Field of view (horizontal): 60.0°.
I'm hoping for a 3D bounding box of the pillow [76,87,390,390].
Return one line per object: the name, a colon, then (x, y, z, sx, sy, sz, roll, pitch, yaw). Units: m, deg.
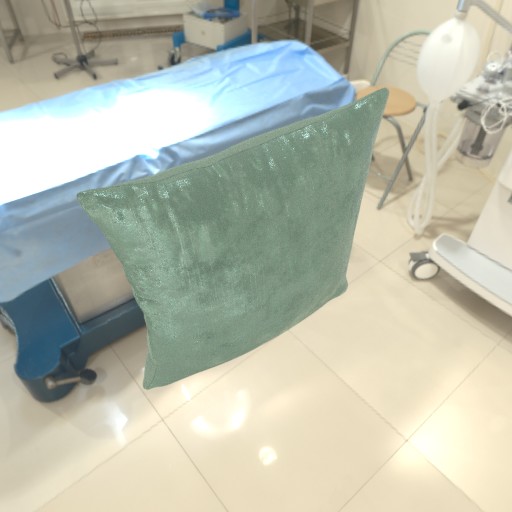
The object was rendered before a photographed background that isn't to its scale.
pillow: (0.000, 0.000, 0.728, 0.470, 0.464, 0.175, -25, 51, -22)
